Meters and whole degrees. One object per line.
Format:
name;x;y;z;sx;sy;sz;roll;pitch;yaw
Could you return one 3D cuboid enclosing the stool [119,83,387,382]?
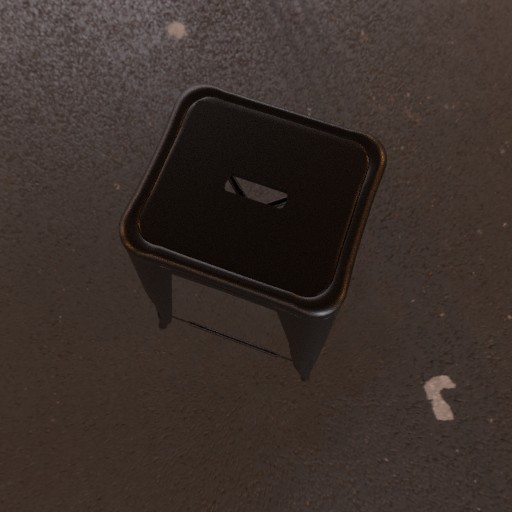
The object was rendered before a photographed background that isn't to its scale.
stool;0.000;0.000;0.846;0.399;0.609;0.359;19;75;5
